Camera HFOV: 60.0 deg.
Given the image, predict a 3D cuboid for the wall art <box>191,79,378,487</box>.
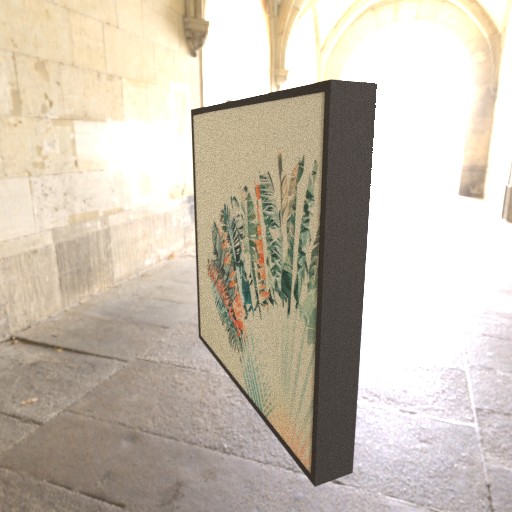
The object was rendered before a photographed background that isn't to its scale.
[{"bbox_3d":[0.000,0.000,0.451,0.036,0.300,0.302,-7,16,-24],"label":"wall art"}]
